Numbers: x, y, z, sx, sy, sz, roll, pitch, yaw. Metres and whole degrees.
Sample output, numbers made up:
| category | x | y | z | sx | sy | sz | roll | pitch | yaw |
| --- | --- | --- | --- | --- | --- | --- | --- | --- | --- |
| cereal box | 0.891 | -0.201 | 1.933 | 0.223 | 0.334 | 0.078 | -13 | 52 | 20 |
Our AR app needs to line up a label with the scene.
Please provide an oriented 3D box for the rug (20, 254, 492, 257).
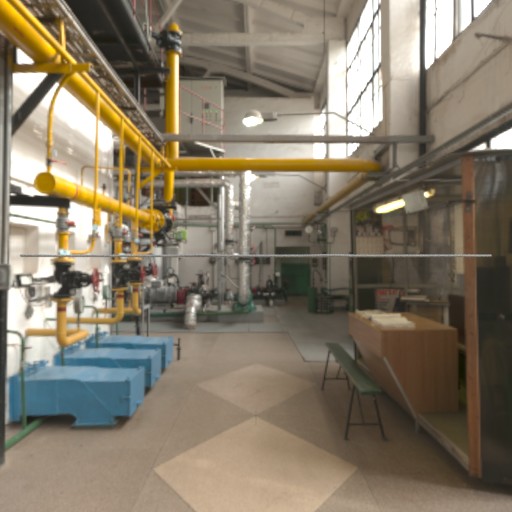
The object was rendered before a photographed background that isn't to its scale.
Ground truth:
| category | x | y | z | sx | sy | sz | roll | pitch | yaw |
| --- | --- | --- | --- | --- | --- | --- | --- | --- | --- |
| rug | 0.000 | 0.000 | 2.324 | 1.835 | 0.012 | 1.231 | 0 | 0 | 1 |
